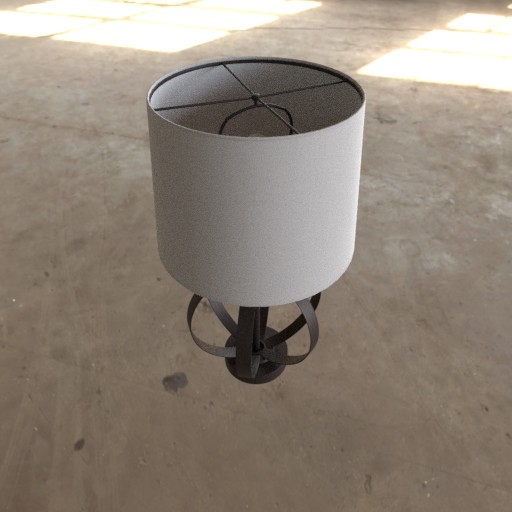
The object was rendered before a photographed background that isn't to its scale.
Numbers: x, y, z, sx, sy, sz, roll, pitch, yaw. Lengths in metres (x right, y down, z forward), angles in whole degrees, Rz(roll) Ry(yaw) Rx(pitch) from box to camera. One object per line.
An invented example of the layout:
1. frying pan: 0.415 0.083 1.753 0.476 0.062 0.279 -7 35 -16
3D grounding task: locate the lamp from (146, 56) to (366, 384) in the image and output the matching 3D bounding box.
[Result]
1. lamp: 0.000 0.000 0.682 0.286 0.510 0.286 0 41 0
